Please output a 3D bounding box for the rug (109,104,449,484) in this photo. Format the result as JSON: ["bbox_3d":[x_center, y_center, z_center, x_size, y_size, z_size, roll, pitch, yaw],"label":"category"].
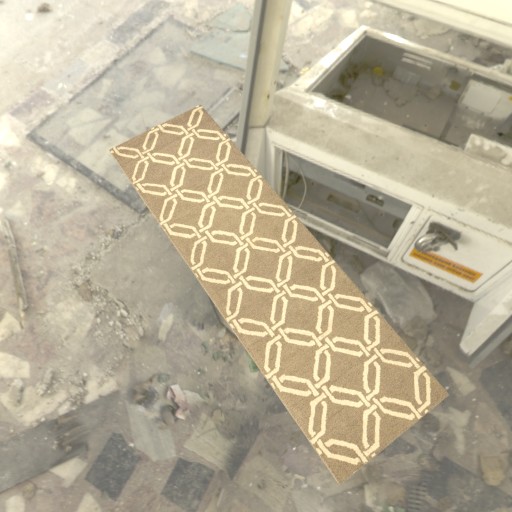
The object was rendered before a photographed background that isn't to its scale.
[{"bbox_3d":[0.000,0.000,2.454,0.678,0.014,2.276,-32,68,-15],"label":"rug"}]
